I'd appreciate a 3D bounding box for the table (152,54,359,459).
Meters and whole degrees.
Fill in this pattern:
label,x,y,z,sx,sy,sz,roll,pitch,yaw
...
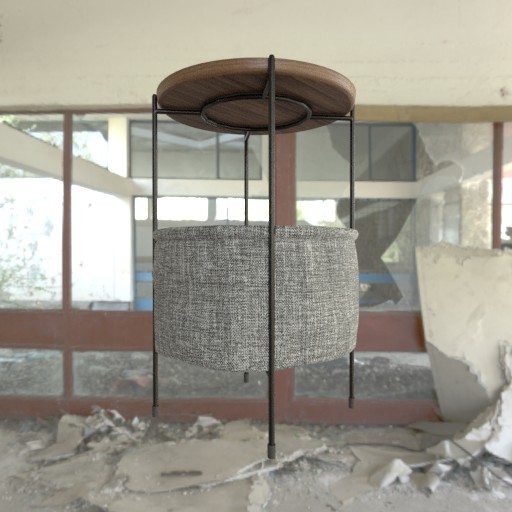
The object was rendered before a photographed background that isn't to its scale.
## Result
label,x,y,z,sx,sy,sz,roll,pitch,yaw
table,0.000,0.000,0.883,0.400,0.623,0.400,1,1,38
